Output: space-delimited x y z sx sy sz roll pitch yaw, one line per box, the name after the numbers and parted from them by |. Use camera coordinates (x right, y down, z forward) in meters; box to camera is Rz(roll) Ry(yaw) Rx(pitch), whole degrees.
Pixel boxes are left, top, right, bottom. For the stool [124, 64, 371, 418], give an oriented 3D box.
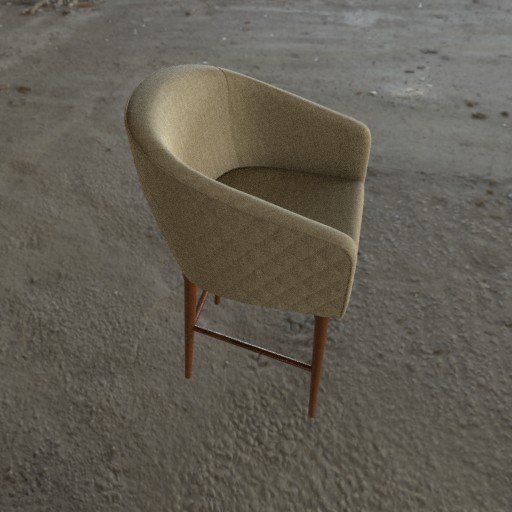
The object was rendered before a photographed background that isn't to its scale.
0.000 0.000 1.431 0.607 1.078 0.559 10 46 10 | stool
